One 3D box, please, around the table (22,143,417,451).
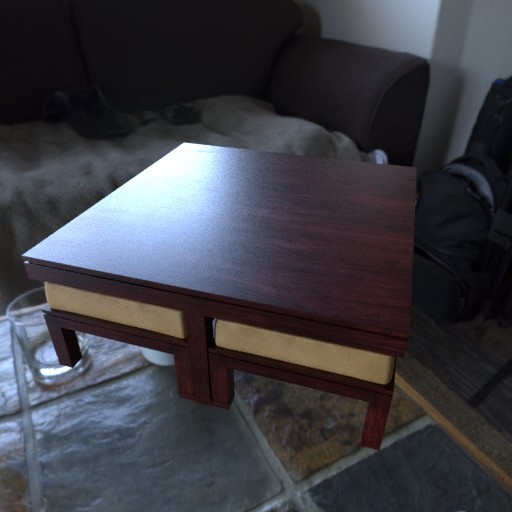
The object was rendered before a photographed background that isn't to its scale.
[{"bbox_3d":[0.000,0.000,1.359,0.865,0.356,0.865,10,34,15],"label":"table"}]
